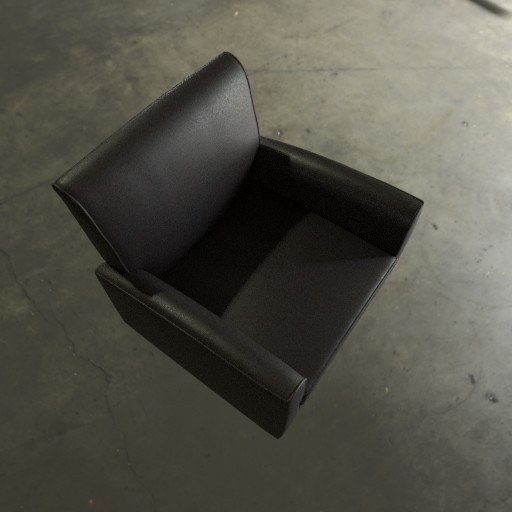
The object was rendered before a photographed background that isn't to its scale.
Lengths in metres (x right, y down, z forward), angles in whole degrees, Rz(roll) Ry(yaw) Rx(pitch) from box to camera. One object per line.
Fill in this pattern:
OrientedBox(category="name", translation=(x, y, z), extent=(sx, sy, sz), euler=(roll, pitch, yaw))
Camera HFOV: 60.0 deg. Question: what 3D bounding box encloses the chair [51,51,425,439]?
OrientedBox(category="chair", translation=(0.000, 0.000, 1.561), extent=(0.819, 0.916, 0.820), euler=(32, 63, 19))
